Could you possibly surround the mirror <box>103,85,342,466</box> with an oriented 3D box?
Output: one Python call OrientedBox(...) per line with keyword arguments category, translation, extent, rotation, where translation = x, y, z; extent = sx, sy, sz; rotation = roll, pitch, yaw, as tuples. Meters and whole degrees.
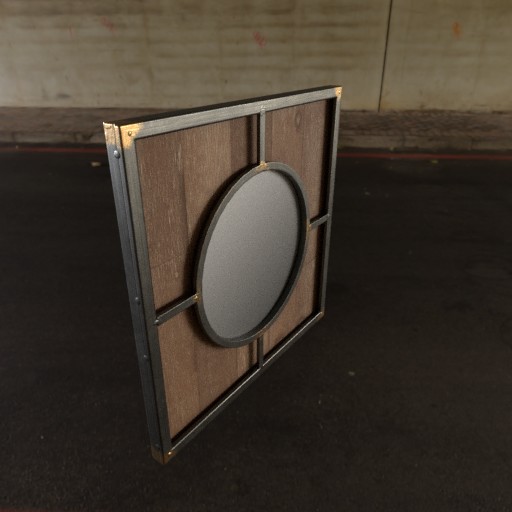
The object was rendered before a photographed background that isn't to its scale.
OrientedBox(category="mirror", translation=(0.000, 0.000, 0.566), extent=(0.020, 0.381, 0.382), rotation=(18, 31, 32))
